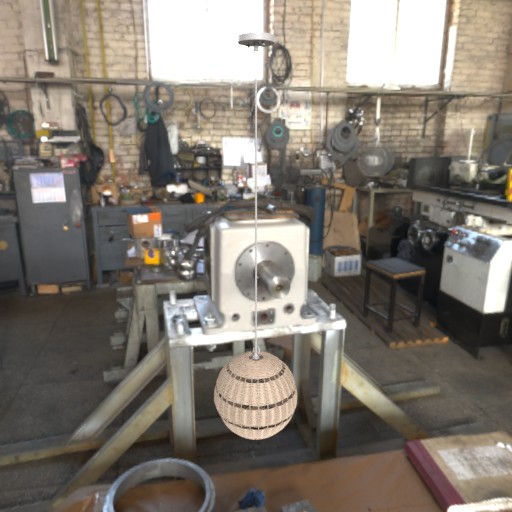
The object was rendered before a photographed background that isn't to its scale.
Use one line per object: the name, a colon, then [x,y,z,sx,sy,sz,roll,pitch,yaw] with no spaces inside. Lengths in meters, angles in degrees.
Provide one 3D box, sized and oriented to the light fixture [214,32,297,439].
light fixture: [0.000,0.000,2.230,0.457,2.019,0.457,14,21,42]
